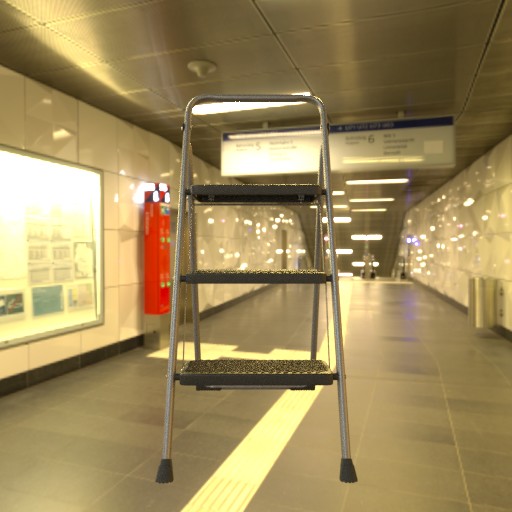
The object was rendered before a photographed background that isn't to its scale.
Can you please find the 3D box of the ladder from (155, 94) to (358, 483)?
[{"bbox_3d":[0.000,0.000,1.236,0.430,0.945,0.629,0,1,0],"label":"ladder"}]
